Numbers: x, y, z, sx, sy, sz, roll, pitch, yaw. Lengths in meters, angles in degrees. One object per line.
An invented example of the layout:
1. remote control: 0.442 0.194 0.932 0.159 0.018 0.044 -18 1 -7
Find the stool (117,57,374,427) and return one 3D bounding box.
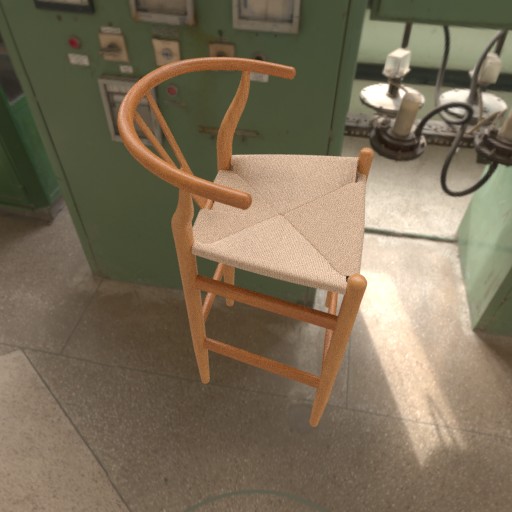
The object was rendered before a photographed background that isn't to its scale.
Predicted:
1. stool: 0.000 0.000 1.297 0.579 0.970 0.569 9 47 8
